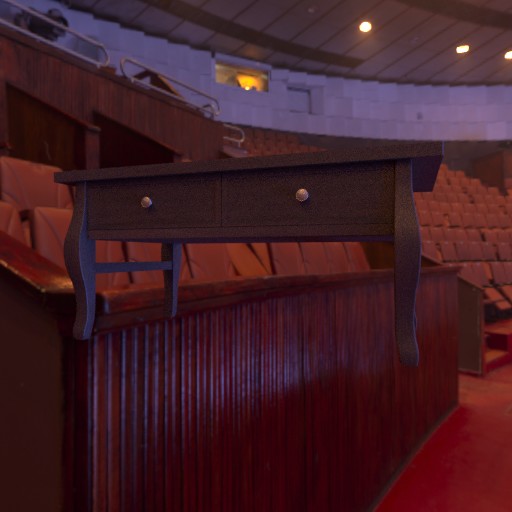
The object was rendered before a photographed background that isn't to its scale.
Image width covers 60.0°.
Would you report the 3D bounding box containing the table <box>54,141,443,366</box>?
[{"bbox_3d":[0.000,0.000,1.406,1.062,0.494,0.600,0,0,20],"label":"table"}]
